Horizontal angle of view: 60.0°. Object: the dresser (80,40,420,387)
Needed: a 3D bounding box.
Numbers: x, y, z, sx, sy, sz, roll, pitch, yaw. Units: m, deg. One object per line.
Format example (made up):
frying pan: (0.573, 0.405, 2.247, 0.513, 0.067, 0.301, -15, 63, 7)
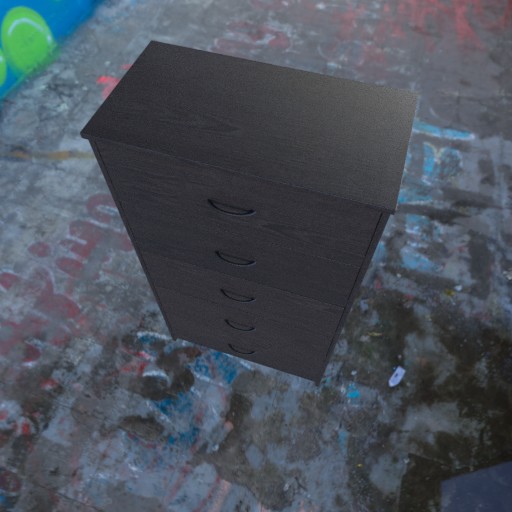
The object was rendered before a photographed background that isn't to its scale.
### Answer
dresser: (0.000, 0.000, 1.555, 0.704, 1.254, 0.418, 15, 59, 10)
